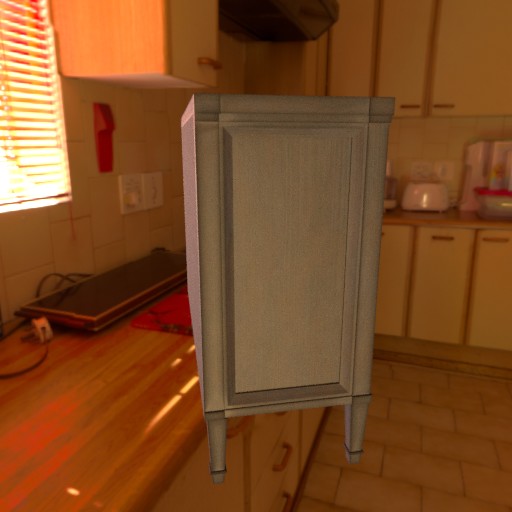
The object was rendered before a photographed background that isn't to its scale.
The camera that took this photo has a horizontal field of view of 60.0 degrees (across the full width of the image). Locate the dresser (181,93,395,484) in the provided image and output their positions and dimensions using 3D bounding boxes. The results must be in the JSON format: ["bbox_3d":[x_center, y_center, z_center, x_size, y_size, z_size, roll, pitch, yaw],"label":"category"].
[{"bbox_3d":[0.000,0.000,1.585,0.463,0.986,1.049,-3,15,-10],"label":"dresser"}]
